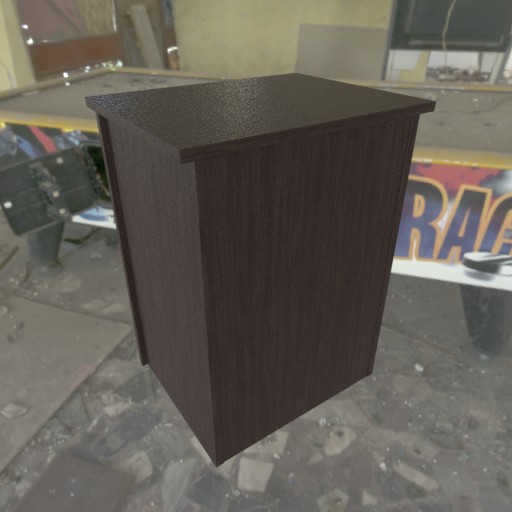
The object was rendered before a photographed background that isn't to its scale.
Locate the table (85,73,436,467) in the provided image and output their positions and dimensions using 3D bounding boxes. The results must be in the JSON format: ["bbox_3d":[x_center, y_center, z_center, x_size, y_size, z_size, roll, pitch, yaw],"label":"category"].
[{"bbox_3d":[0.000,0.000,0.931,0.480,0.635,0.381,-19,36,-29],"label":"table"}]
